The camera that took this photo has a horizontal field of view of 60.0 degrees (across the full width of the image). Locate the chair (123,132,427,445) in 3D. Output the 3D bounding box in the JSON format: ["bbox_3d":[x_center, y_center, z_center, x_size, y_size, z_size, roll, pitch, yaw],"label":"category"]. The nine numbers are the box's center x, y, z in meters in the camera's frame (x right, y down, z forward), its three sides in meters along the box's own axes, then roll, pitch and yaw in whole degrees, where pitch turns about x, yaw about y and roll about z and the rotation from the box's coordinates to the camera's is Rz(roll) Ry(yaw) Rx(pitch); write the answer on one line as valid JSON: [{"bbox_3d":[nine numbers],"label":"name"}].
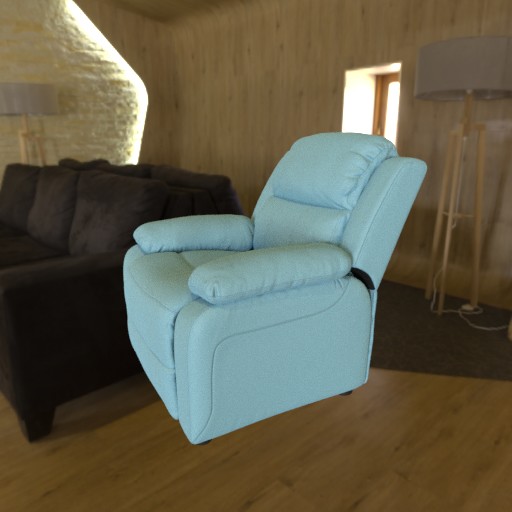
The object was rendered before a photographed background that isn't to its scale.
[{"bbox_3d":[0.000,0.000,1.296,0.709,0.702,0.680,-7,16,-27],"label":"chair"}]
